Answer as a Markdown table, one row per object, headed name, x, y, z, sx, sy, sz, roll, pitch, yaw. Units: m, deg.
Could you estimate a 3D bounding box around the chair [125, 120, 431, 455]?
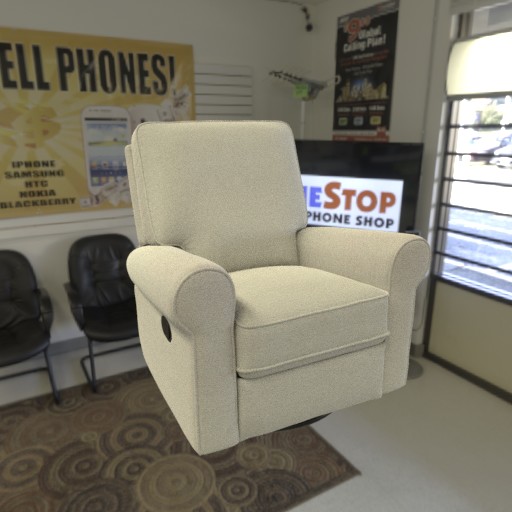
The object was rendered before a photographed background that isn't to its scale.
| name | x | y | z | sx | sy | sz | roll | pitch | yaw |
| --- | --- | --- | --- | --- | --- | --- | --- | --- | --- |
| chair | 0.000 | 0.000 | 1.624 | 0.890 | 0.960 | 0.878 | -8 | 18 | -26 |
